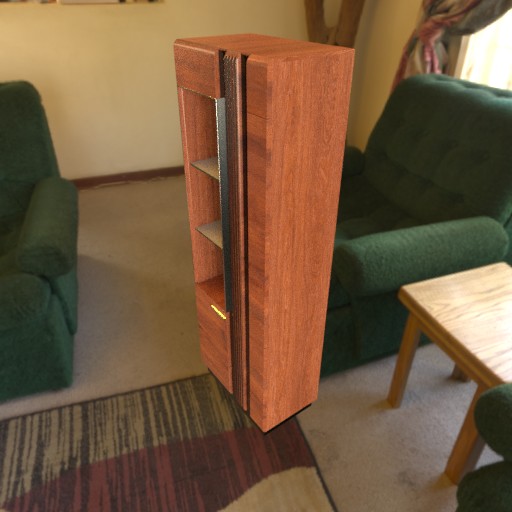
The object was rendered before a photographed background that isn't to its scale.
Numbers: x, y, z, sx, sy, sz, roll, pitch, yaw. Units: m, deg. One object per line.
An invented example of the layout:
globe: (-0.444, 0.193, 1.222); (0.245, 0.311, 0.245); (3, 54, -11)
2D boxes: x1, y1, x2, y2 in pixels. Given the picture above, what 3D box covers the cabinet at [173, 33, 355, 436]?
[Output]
cabinet: (0.000, 0.000, 2.278); (0.420, 1.980, 0.660); (-21, 38, -30)
